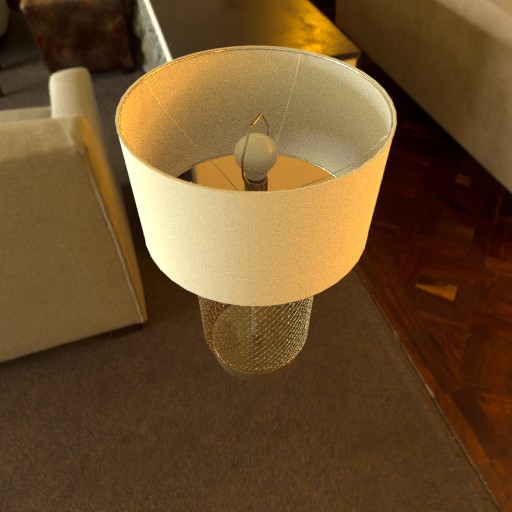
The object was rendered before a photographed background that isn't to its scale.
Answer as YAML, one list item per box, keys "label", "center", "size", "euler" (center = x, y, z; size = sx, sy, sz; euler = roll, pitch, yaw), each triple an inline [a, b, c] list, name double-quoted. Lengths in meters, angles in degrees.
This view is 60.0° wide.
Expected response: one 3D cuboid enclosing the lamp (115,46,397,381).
- label: "lamp"
  center: [0.000, 0.000, 0.780]
  size: [0.353, 0.578, 0.353]
  euler: [0, 48, 0]
